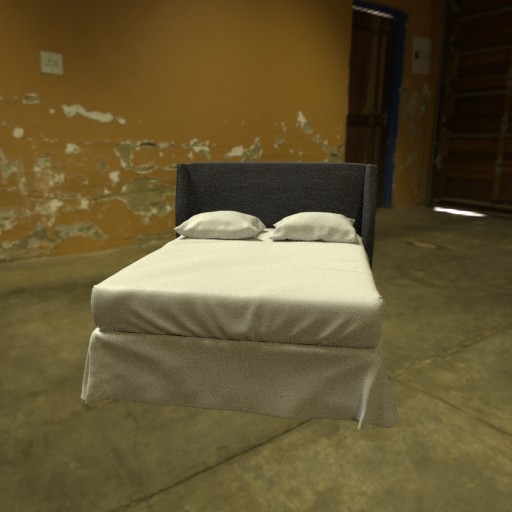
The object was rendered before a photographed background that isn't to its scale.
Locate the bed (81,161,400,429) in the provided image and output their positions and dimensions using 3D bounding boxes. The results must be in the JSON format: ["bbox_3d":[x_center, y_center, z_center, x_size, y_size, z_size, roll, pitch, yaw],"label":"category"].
[{"bbox_3d":[0.000,0.000,3.370,1.925,1.332,2.276,2,14,9],"label":"bed"}]
